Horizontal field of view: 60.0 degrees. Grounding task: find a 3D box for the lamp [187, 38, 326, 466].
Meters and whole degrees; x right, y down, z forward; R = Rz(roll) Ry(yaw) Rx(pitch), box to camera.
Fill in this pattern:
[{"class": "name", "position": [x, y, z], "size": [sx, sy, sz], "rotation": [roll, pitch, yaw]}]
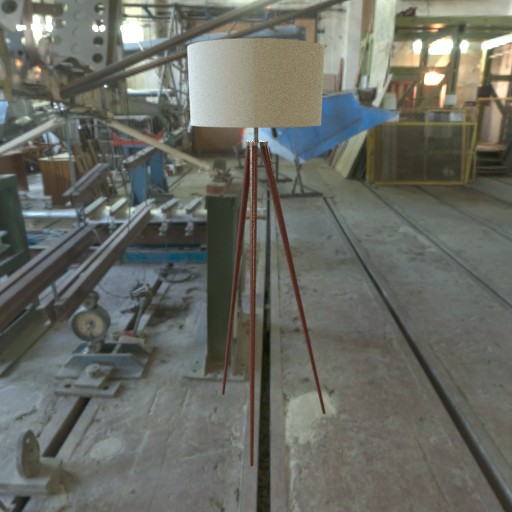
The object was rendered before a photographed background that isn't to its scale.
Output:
[{"class": "lamp", "position": [0.000, 0.000, 1.818], "size": [0.483, 1.553, 0.483], "rotation": [-17, 25, -41]}]
